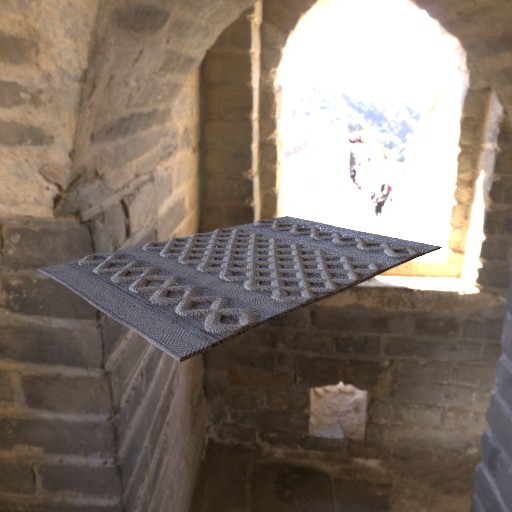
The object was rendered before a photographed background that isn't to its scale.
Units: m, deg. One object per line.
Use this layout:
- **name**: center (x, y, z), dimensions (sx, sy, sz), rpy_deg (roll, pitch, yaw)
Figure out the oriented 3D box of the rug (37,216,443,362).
- **rug**: center (0.000, 0.000, 2.363), dimensions (1.823, 0.030, 1.222), rpy_deg (-16, 23, -42)
